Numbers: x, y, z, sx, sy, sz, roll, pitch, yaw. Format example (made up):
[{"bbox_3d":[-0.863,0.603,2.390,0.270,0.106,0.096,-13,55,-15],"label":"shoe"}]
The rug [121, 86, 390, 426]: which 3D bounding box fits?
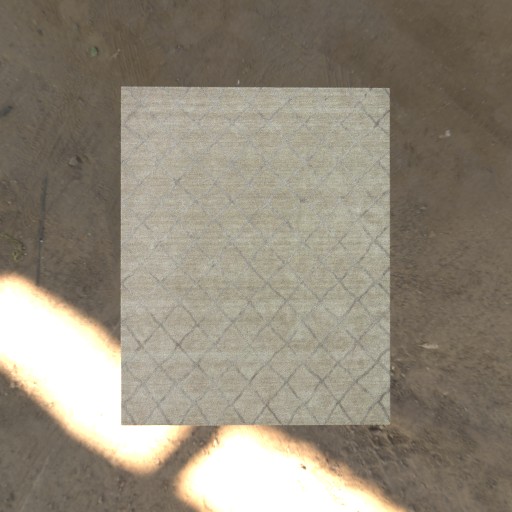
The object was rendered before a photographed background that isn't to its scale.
[{"bbox_3d":[0.000,0.000,3.990,2.420,0.019,3.038,0,90,-1],"label":"rug"}]
